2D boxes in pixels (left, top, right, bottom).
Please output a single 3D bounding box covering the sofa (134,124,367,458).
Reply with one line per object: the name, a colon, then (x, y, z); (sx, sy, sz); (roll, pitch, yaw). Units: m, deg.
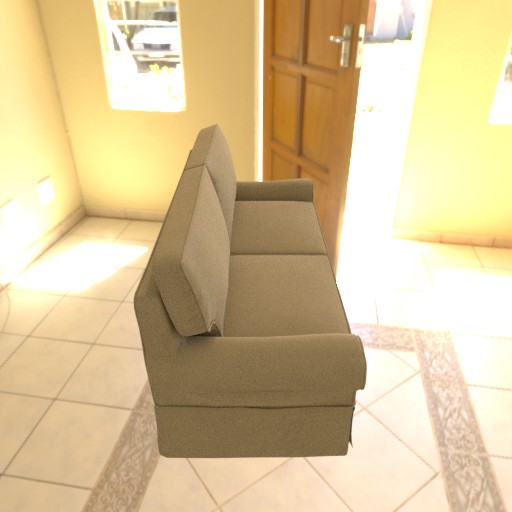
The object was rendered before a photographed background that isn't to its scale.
sofa: (0.000, 0.000, 2.358); (0.841, 1.024, 1.823); (0, 31, 0)
